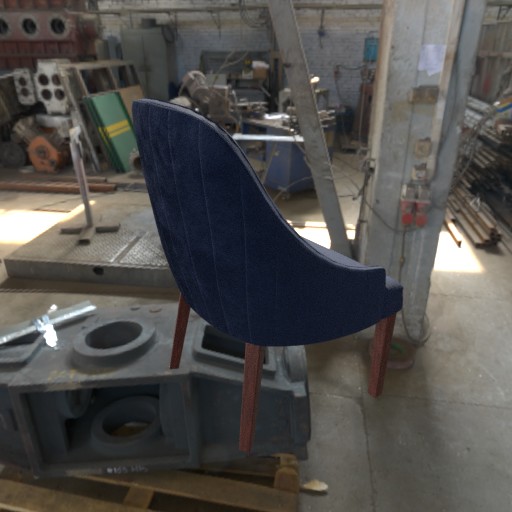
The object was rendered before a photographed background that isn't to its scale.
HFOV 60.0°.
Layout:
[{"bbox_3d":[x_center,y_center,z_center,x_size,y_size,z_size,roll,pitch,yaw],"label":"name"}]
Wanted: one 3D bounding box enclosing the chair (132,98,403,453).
[{"bbox_3d":[0.000,0.000,1.277,0.575,0.889,0.643,-18,31,-33],"label":"chair"}]
